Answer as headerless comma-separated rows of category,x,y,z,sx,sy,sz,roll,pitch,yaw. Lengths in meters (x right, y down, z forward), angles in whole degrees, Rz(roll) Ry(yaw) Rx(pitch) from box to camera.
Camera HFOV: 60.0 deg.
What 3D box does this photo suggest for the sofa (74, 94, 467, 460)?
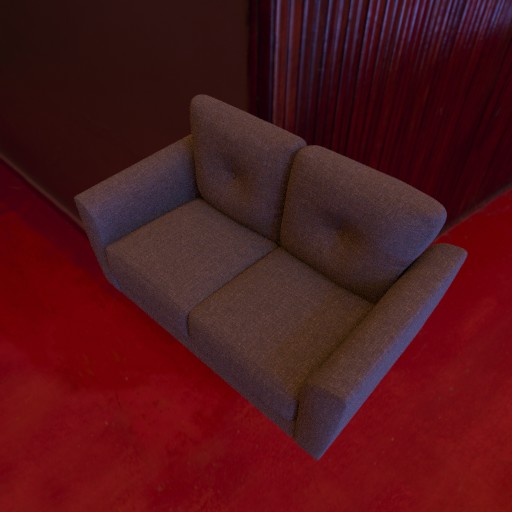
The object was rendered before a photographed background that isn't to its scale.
sofa,0.000,0.000,1.926,1.423,0.885,0.851,33,54,28
